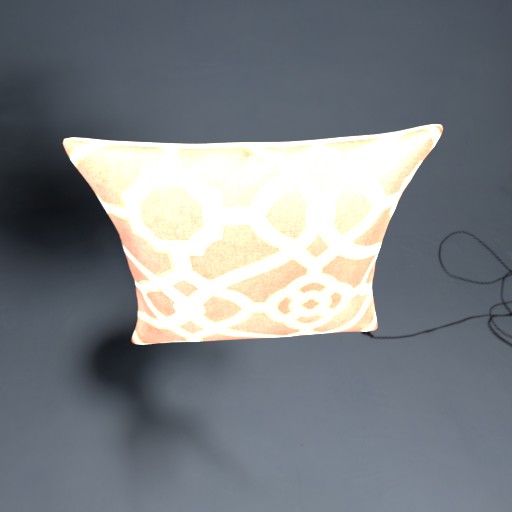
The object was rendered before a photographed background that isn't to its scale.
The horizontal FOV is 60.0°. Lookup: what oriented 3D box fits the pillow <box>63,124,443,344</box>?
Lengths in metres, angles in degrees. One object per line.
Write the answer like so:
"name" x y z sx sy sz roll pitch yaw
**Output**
"pillow" 0.000 0.000 0.818 0.552 0.508 0.166 -3 46 -3
